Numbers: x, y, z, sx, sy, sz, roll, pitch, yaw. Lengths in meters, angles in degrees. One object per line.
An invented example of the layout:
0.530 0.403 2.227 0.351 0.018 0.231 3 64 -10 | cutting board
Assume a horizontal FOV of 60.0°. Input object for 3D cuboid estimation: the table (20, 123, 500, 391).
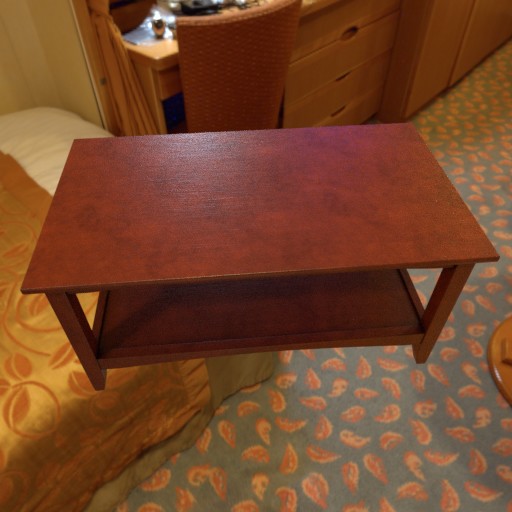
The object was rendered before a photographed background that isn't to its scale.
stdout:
0.000 0.000 1.210 0.943 0.456 0.533 -4 46 -4 | table
